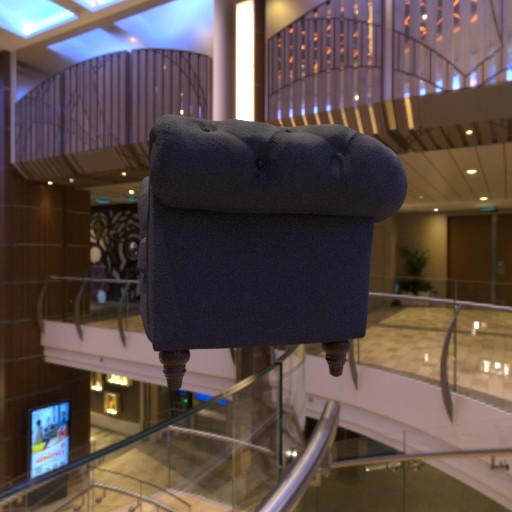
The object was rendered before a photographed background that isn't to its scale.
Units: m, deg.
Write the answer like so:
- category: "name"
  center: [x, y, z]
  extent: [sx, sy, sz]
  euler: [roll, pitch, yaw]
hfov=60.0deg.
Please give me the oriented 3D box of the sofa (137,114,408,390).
- category: "sofa"
  center: [0.000, 0.000, 1.999]
  extent: [1.032, 0.878, 1.405]
  euler: [0, 0, -16]
